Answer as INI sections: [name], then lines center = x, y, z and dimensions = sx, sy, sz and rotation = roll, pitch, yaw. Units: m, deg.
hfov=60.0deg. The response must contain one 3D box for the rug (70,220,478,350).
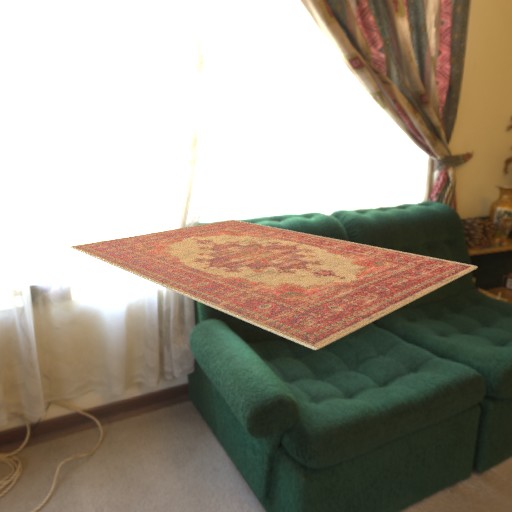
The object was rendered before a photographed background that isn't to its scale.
[rug]
center = 0.000, 0.000, 2.910
dimensions = 1.555, 0.011, 2.232
rotation = -14, 20, -42
